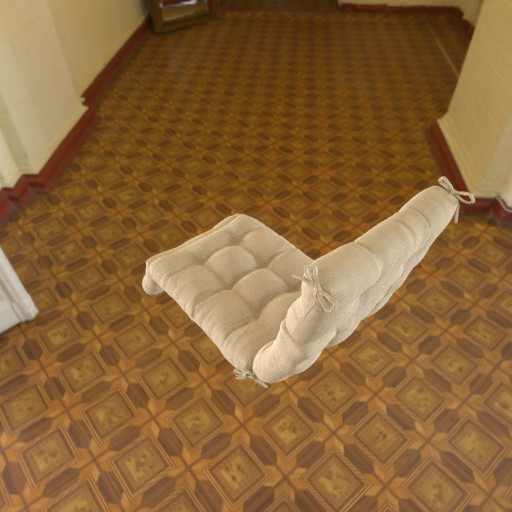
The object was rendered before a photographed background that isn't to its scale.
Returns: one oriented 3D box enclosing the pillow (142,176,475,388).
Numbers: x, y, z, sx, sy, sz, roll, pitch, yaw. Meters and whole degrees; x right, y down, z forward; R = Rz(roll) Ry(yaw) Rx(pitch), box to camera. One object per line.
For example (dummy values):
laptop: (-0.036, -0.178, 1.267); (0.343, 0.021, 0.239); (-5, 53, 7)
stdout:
pillow: (0.000, 0.000, 1.487); (0.526, 0.863, 1.016); (-31, 52, -28)
